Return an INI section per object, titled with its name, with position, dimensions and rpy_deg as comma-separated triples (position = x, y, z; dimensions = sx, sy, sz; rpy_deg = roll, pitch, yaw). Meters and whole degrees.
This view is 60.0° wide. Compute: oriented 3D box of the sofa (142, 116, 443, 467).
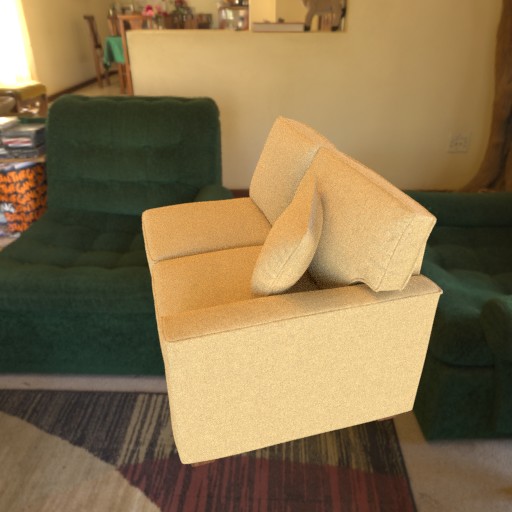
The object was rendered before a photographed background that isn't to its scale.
[sofa]
position = 0.000, 0.000, 2.078
dimensions = 0.991, 0.989, 1.388
rpy_deg = -8, 30, -14
